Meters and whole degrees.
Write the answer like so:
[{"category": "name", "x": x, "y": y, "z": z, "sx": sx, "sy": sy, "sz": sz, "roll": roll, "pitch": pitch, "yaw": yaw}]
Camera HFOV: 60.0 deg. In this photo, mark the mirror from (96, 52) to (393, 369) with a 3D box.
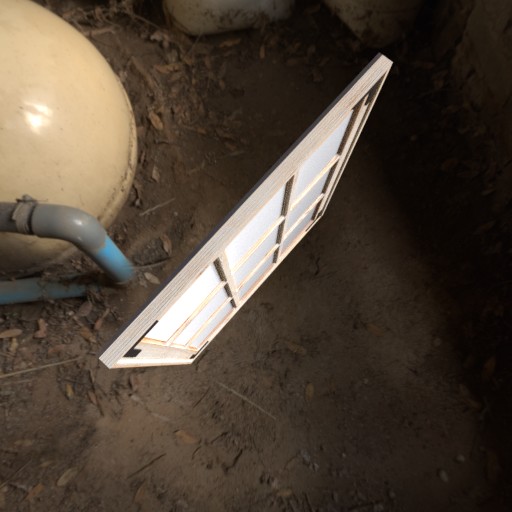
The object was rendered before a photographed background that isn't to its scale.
[{"category": "mirror", "x": 0.000, "y": 0.000, "z": 1.187, "sx": 0.032, "sy": 0.882, "sz": 0.730, "roll": 41, "pitch": 80, "yaw": 9}]
